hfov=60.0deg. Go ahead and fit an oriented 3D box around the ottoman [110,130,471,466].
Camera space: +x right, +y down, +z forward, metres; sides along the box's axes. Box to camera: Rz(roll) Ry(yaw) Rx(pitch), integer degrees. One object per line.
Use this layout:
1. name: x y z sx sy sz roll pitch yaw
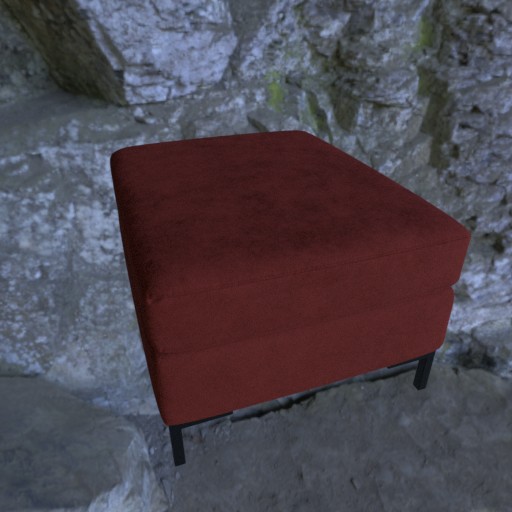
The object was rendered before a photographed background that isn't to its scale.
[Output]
1. ottoman: 0.000 0.000 1.165 0.650 0.462 0.782 -10 32 -17
